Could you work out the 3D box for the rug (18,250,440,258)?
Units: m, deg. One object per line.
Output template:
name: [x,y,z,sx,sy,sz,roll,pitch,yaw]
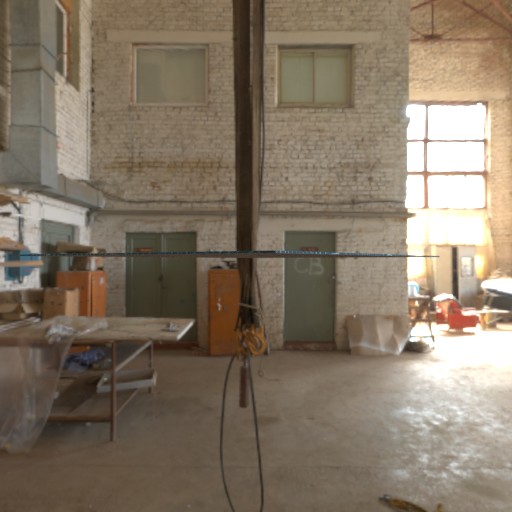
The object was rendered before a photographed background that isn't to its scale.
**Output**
rug: [0.000,0.000,4.005,2.432,0.012,3.033,0,-1,36]
